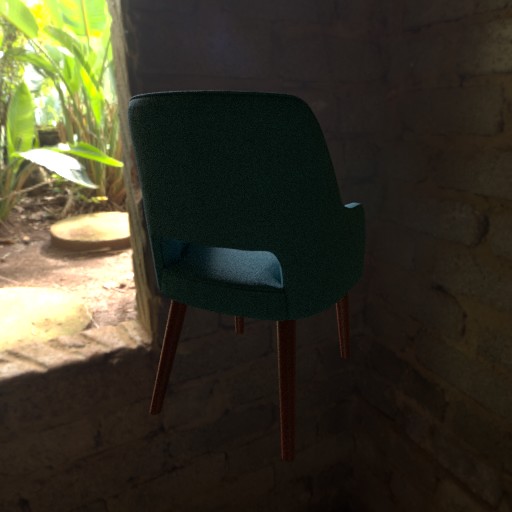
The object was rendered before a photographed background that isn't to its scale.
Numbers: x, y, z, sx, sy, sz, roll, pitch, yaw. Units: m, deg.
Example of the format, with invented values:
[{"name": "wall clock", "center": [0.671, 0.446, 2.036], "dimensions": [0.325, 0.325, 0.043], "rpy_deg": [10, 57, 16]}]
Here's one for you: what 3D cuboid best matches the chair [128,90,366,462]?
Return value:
[{"name": "chair", "center": [0.000, 0.000, 1.244], "dimensions": [0.548, 0.849, 0.605], "rpy_deg": [9, 20, 24]}]
